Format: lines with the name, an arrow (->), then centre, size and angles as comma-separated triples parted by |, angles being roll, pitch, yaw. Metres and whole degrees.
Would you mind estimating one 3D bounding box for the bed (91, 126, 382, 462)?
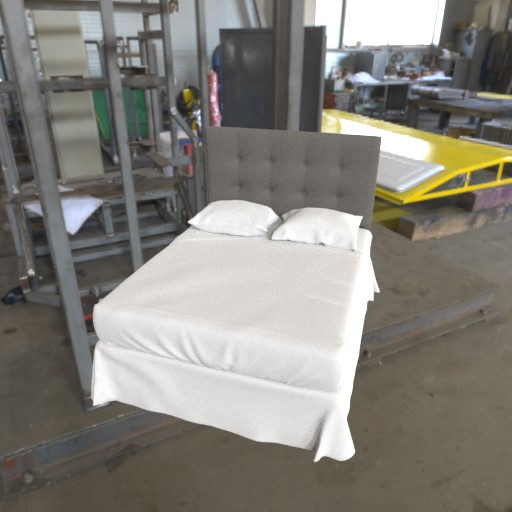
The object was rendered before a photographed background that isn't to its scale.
bed -> 0.000, 0.000, 3.481 | 1.936, 1.577, 2.222 | 8, 27, 16
